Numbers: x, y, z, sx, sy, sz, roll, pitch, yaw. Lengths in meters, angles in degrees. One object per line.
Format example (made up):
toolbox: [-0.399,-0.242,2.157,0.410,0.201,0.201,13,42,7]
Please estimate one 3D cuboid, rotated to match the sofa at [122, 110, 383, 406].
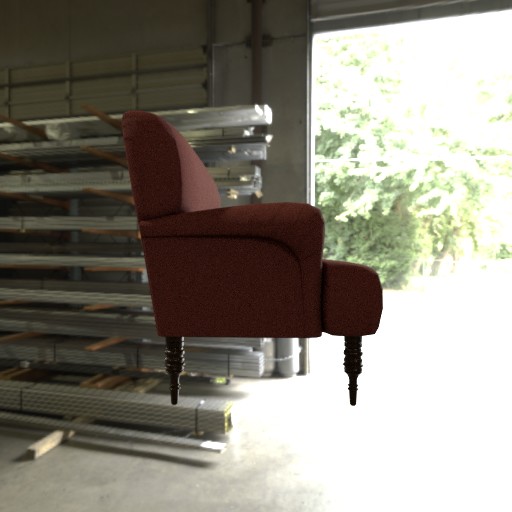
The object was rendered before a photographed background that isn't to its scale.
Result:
sofa: [0.000,0.000,1.873,0.779,0.889,1.297,0,0,1]
